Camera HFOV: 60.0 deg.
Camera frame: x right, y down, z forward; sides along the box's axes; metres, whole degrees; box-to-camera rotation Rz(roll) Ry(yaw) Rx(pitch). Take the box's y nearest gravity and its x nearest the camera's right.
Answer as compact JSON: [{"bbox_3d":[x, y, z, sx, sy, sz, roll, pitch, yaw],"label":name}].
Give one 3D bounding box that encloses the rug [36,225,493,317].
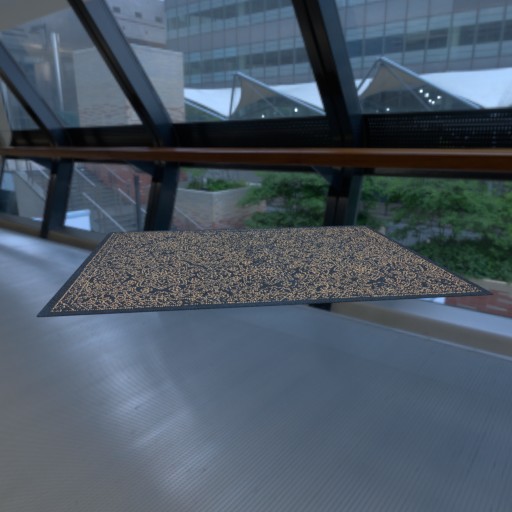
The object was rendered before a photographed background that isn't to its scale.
[{"bbox_3d":[0.000,0.000,4.072,3.048,0.010,2.438,-2,16,-7],"label":"rug"}]
